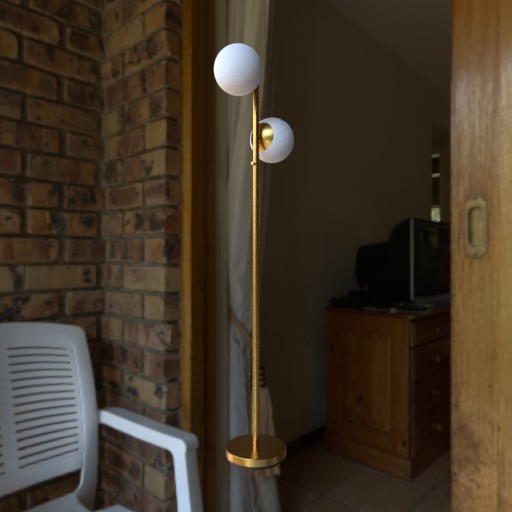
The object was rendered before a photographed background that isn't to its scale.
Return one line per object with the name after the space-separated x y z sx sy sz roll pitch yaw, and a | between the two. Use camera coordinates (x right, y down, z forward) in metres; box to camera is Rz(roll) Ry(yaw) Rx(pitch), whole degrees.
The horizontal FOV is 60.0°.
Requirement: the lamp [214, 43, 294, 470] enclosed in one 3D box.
0.000 0.000 1.822 0.249 1.641 0.419 0 0 37 | lamp
